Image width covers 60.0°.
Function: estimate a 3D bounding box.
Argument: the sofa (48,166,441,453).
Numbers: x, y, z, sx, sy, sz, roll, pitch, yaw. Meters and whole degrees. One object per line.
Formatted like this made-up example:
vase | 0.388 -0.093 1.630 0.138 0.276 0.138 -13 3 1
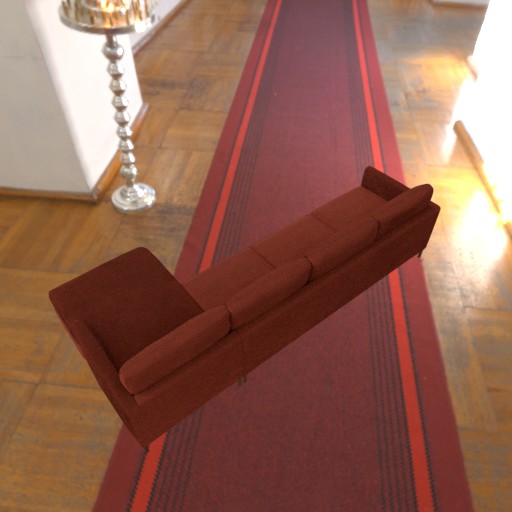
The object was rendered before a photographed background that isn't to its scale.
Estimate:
sofa | 0.000 0.000 3.552 2.932 0.810 1.350 -30 52 -26
